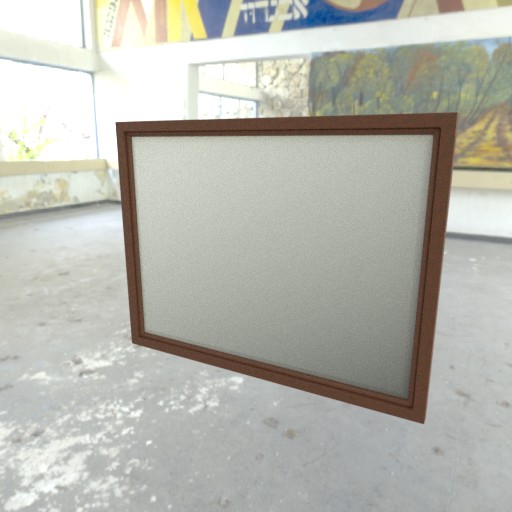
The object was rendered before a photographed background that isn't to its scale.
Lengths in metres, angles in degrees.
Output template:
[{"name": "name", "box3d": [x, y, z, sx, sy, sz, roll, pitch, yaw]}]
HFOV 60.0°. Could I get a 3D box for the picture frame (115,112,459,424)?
[{"name": "picture frame", "box3d": [0.000, 0.000, 1.712, 1.329, 1.018, 0.045, 8, 16, 27]}]
